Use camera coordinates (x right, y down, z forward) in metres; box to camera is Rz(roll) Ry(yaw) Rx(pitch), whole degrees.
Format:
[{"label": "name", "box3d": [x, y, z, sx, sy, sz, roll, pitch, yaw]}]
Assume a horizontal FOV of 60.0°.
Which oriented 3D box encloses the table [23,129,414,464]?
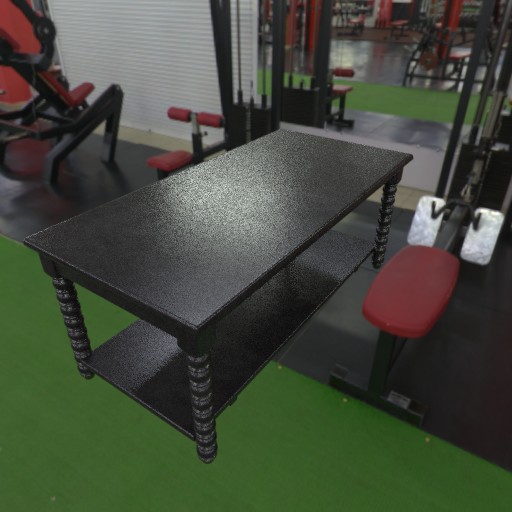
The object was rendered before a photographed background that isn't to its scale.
[{"label": "table", "box3d": [0.000, 0.000, 1.469, 0.580, 0.487, 1.171, 21, 37, 30]}]
